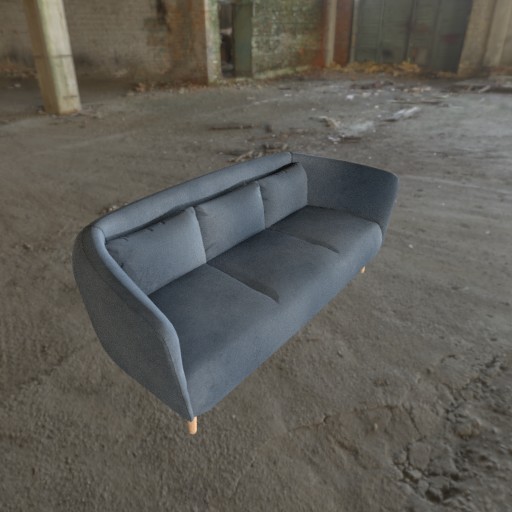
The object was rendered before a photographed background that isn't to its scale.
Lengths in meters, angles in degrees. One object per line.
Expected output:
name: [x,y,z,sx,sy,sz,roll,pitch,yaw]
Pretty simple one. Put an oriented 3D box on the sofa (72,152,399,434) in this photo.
sofa: [0.000,0.000,2.485,0.849,0.795,2.095,18,32,32]
